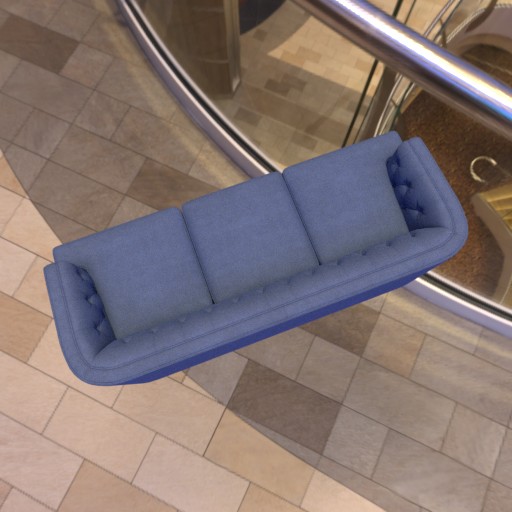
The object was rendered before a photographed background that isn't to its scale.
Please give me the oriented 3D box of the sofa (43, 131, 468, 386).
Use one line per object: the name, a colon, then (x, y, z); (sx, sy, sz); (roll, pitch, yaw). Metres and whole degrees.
sofa: (0.000, 0.000, 2.635); (2.235, 0.787, 0.914); (-20, 76, -5)
